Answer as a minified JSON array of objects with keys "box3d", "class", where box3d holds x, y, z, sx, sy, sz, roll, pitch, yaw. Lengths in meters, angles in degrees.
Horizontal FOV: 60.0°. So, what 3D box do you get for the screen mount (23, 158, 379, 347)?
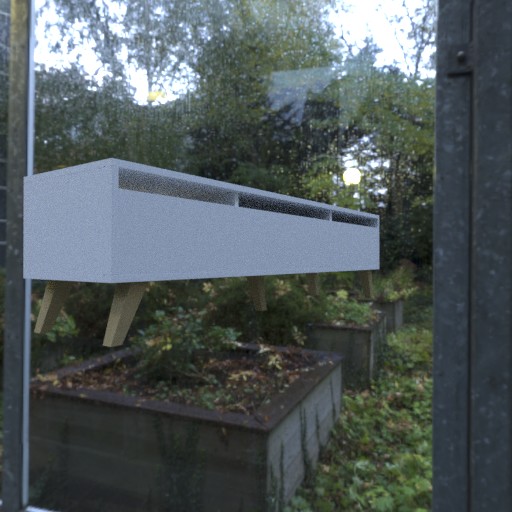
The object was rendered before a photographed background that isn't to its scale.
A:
[{"box3d":[0.000,0.000,1.777,0.399,0.432,1.644,0,0,36],"class":"screen mount"}]
